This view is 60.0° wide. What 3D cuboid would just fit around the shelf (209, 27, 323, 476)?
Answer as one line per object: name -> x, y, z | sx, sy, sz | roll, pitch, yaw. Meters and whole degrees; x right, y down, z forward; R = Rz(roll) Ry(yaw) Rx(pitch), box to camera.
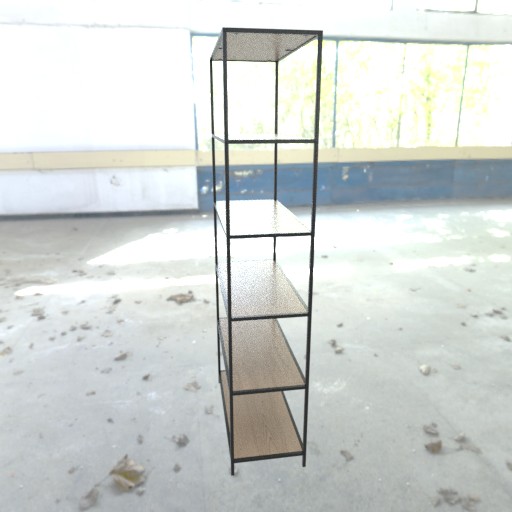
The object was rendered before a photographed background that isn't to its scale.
shelf -> 0.000, 0.000, 2.144 | 0.350, 1.850, 0.770 | -3, 17, -9
